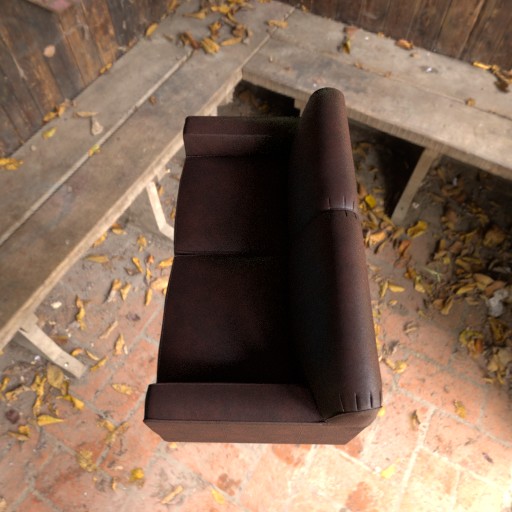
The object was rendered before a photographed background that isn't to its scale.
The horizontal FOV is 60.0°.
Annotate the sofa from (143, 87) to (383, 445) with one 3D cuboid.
[{"bbox_3d":[0.000,0.000,2.445,1.000,0.966,1.856,1,59,0],"label":"sofa"}]
